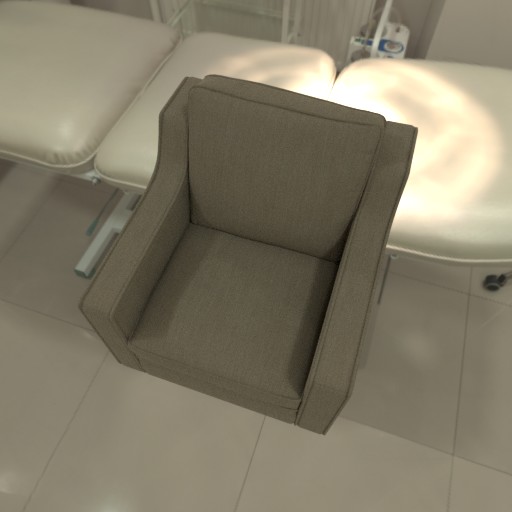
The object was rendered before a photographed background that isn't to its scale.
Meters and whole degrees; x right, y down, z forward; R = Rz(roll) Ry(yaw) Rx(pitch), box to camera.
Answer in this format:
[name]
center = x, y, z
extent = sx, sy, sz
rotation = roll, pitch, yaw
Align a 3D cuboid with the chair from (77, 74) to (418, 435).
[chair]
center = 0.000, 0.000, 1.594
extent = 0.831, 0.960, 0.909
rotation = 16, 59, 10
